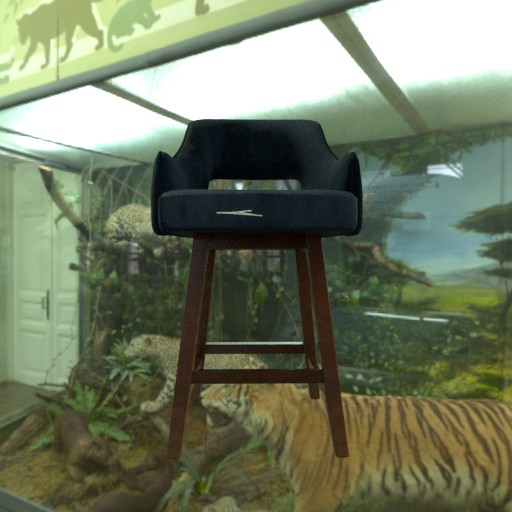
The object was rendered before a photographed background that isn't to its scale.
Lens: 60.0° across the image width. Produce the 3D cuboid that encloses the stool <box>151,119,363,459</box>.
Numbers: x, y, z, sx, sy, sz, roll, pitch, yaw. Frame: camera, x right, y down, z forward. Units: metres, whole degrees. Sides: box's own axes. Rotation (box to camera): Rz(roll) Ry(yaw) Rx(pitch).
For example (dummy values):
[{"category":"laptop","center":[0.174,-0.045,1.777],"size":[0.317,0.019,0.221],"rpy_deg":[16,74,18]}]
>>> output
[{"category":"stool","center":[0.000,0.000,1.279],"size":[0.550,0.940,0.560],"rpy_deg":[0,0,-1]}]
